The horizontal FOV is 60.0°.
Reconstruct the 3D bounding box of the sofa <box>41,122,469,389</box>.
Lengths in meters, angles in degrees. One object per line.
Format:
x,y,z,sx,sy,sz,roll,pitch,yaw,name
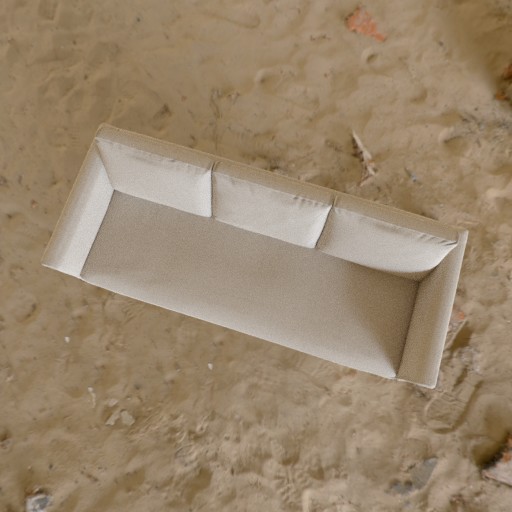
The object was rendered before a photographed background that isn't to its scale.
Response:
0.000,0.000,2.628,2.198,0.911,0.902,17,77,4,sofa
